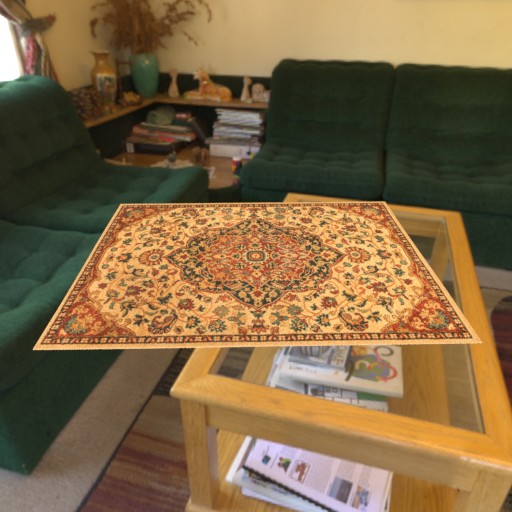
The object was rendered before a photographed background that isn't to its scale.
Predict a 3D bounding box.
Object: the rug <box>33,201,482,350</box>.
[{"bbox_3d":[0.000,0.000,4.075,3.067,0.005,2.454,-1,30,-1],"label":"rug"}]
